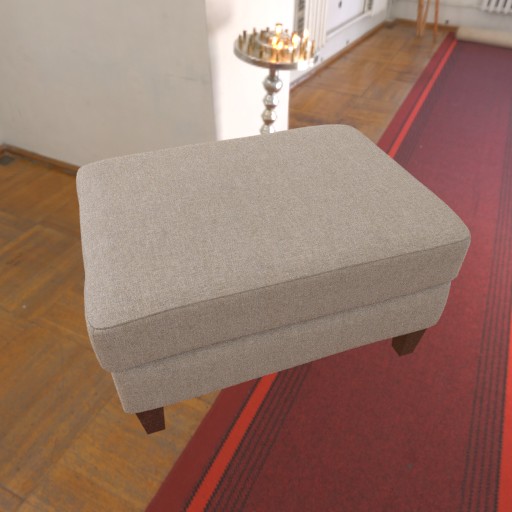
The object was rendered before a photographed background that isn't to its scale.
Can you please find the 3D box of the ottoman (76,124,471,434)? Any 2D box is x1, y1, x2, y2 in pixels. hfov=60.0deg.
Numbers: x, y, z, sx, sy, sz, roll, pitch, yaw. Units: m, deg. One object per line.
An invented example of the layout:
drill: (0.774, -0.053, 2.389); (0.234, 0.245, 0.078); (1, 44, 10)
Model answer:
ottoman: (0.000, 0.000, 1.293); (0.898, 0.519, 0.677); (-13, 43, -14)
